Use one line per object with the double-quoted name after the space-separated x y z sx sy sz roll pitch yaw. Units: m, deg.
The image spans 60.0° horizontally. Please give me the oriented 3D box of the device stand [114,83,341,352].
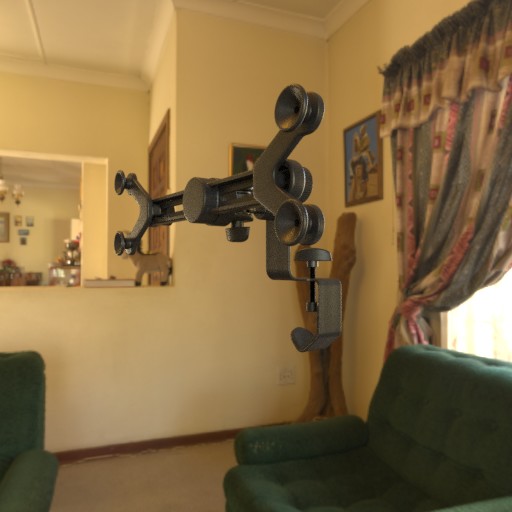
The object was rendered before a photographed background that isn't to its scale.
0.000 0.000 0.361 0.142 0.166 0.270 1 -2 -36 "device stand"
